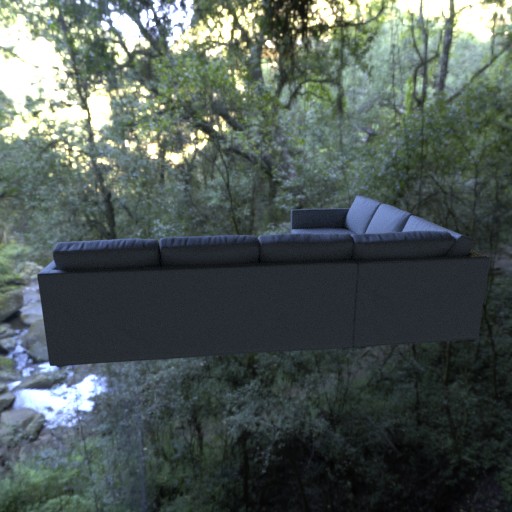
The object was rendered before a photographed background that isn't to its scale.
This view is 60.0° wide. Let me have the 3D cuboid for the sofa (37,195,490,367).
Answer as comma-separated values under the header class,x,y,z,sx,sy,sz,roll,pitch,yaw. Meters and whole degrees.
class,x,y,z,sx,sy,sz,roll,pitch,yaw
sofa,0.000,0.000,4.268,3.182,0.871,2.432,-2,15,-7
